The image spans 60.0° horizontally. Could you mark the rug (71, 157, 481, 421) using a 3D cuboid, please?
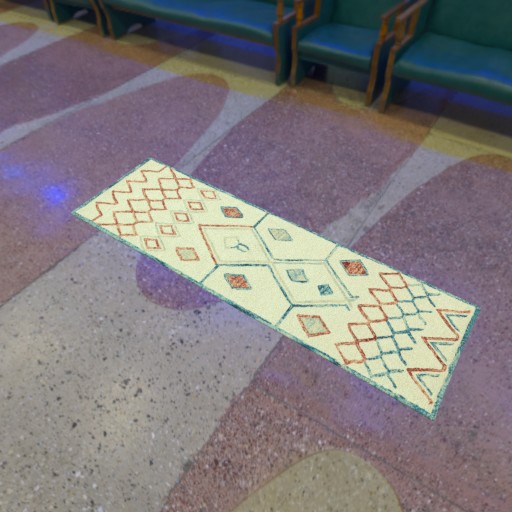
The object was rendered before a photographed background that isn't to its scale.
[{"bbox_3d":[0.000,0.000,2.647,2.435,0.011,0.750,27,53,22],"label":"rug"}]
